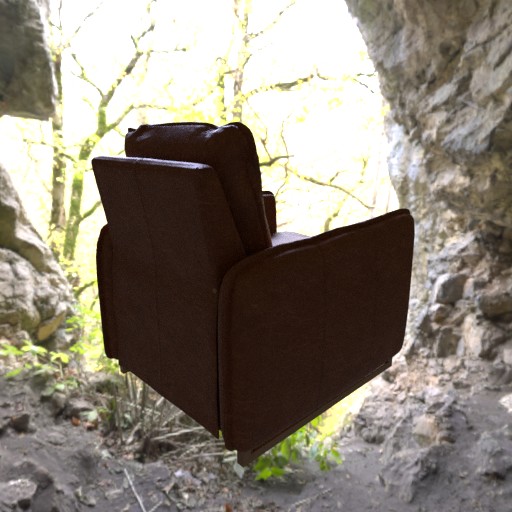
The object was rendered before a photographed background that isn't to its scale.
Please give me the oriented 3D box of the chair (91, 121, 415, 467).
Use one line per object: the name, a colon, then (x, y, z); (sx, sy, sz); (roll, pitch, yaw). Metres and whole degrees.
chair: (0.000, 0.000, 1.606); (0.922, 0.922, 0.830); (-15, 21, -42)
